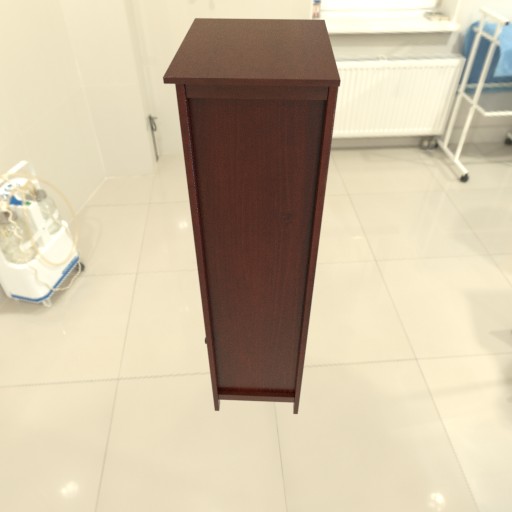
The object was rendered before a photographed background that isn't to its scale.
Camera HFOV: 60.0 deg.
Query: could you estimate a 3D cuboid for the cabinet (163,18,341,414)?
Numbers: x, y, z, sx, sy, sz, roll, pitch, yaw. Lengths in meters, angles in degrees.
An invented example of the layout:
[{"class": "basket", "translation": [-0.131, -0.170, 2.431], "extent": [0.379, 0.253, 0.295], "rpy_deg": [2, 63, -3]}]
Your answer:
[{"class": "cabinet", "translation": [0.000, 0.000, 1.688], "extent": [0.401, 1.518, 0.500], "rpy_deg": [2, 42, 2]}]
